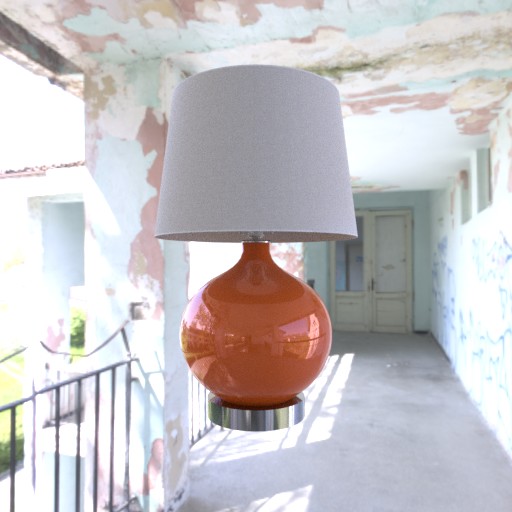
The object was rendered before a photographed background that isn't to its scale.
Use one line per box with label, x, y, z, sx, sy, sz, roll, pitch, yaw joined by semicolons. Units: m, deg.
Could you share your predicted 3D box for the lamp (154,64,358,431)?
lamp;0.000;0.000;0.549;0.247;0.387;0.247;0;-1;0
